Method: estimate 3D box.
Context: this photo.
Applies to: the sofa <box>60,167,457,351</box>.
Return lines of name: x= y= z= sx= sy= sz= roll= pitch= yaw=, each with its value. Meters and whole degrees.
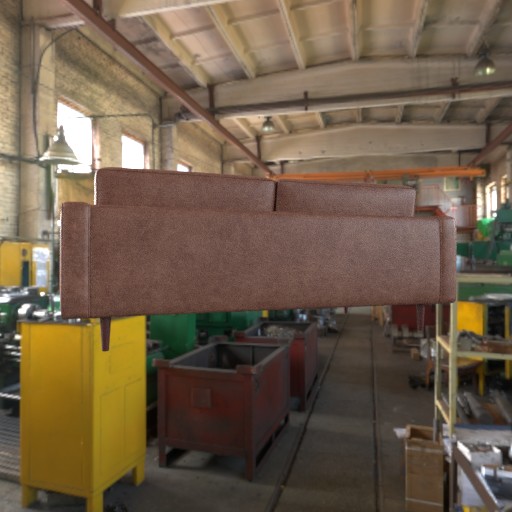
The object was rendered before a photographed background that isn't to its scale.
sofa: x=0.000 y=0.000 z=2.365 sx=1.870 sy=0.760 sz=0.910 roll=0 pitch=0 yaw=-19
